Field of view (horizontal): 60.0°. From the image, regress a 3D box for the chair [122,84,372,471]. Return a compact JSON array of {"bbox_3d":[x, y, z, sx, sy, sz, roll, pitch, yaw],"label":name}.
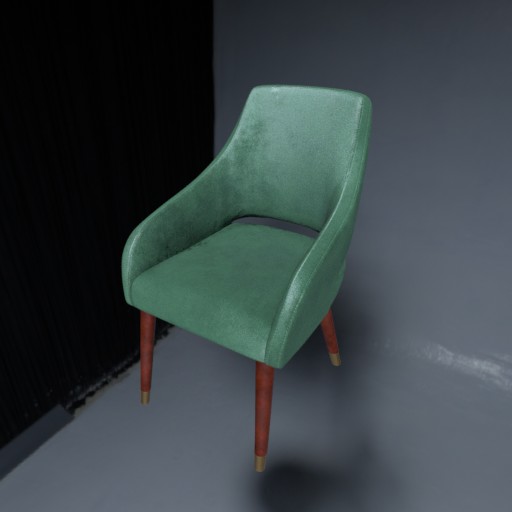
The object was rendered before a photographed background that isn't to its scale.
[{"bbox_3d":[0.000,0.000,1.610,0.683,1.081,0.794,17,32,29],"label":"chair"}]
